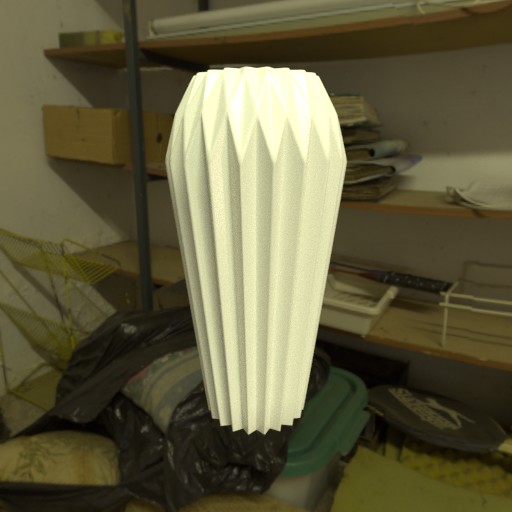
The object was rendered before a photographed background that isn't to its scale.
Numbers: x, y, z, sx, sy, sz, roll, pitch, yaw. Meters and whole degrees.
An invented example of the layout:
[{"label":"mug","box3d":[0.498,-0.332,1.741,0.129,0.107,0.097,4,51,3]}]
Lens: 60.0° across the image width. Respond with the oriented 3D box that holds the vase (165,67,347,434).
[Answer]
[{"label":"vase","box3d":[0.000,0.000,0.348,0.133,0.263,0.133,0,14,0]}]
